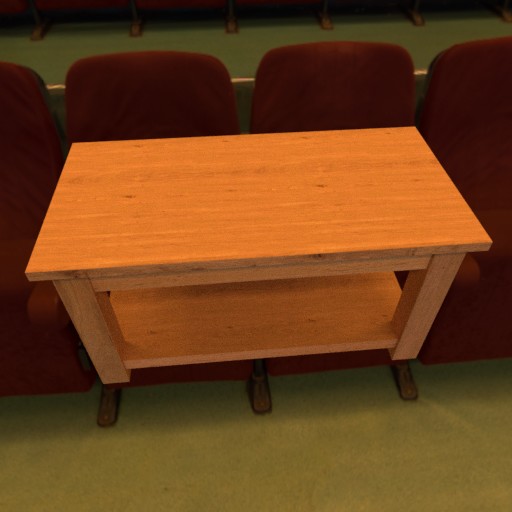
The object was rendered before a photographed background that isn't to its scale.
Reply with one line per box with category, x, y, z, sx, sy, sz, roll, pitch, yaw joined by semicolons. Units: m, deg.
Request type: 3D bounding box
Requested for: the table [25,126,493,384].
table;0.000;0.000;1.165;0.899;0.452;0.450;-4;46;-4
